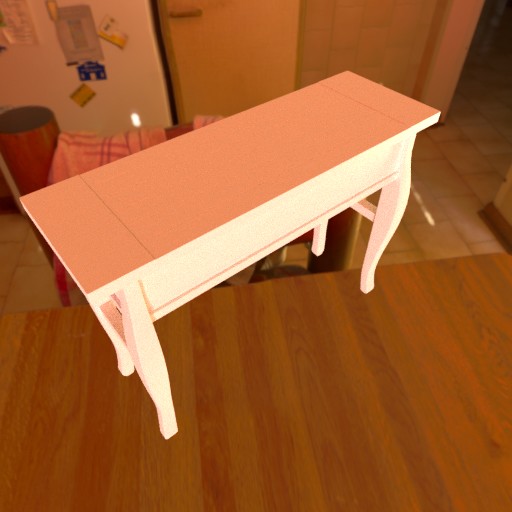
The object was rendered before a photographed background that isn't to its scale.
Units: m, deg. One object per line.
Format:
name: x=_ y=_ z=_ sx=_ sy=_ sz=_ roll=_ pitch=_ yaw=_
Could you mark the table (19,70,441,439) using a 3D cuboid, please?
table: x=0.000 y=0.000 z=1.393 sx=1.062 sy=0.768 sz=0.373 roll=-30 pitch=53 yaw=-26
